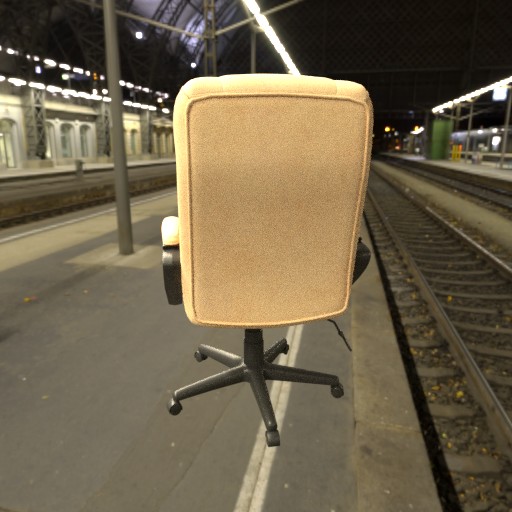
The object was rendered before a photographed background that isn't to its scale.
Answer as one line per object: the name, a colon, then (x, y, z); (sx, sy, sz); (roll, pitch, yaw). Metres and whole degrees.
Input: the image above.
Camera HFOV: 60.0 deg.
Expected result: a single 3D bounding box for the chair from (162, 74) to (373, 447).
chair: (0.000, 0.000, 1.556); (0.667, 1.105, 0.724); (-3, 14, -10)
